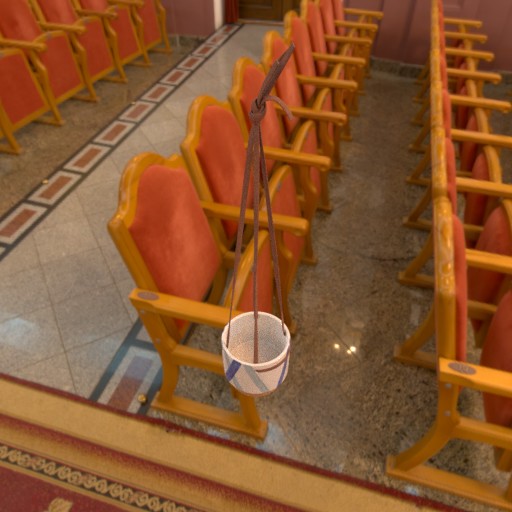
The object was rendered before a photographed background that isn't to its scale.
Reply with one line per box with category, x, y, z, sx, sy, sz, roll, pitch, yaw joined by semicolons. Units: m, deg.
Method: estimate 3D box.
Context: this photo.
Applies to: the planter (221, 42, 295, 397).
planter;0.000;0.000;0.823;0.157;0.753;0.153;11;42;13
